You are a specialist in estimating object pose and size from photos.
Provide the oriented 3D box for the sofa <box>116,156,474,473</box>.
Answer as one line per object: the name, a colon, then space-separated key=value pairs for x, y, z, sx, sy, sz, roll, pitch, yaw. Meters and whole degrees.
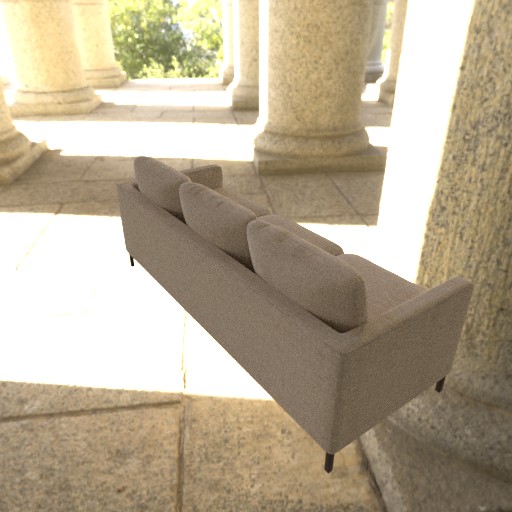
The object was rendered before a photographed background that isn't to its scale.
sofa: x=0.000 y=0.000 z=2.646 sx=0.859 sy=0.874 sz=2.218 roll=-19 pitch=34 yaw=-31
